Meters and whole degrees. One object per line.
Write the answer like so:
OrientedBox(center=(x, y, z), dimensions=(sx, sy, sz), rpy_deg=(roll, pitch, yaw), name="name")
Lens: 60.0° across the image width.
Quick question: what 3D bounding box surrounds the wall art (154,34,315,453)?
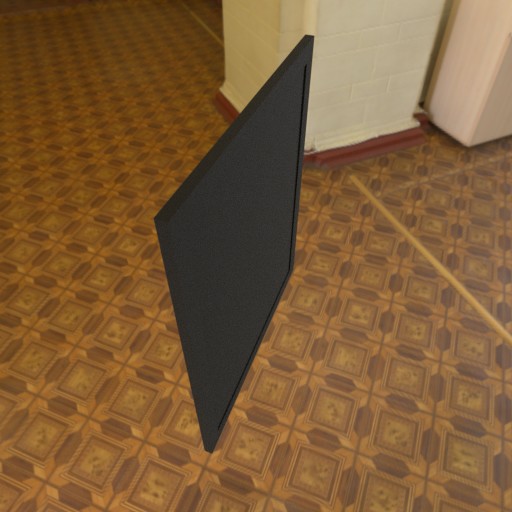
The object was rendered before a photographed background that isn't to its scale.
OrientedBox(center=(0.000, 0.000, 0.490), dimensions=(0.010, 0.361, 0.311), rpy_deg=(15, 48, 14), name="wall art")
